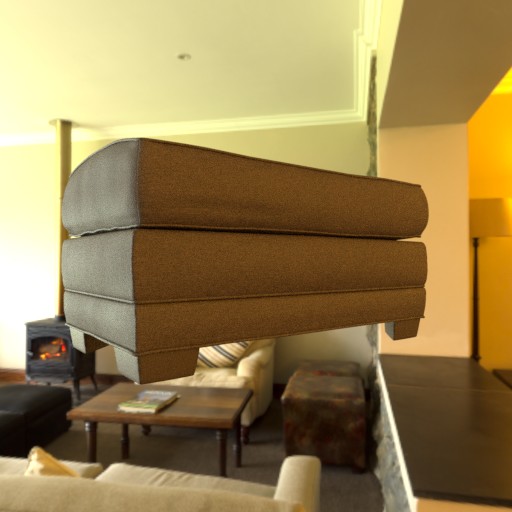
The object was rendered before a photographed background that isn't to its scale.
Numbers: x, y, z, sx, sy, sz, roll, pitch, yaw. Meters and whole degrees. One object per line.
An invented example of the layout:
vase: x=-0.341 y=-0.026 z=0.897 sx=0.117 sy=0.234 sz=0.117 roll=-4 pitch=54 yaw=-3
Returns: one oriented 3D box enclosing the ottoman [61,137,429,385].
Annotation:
ottoman: x=0.000 y=0.000 z=1.153 sx=0.864 sy=0.448 sz=0.490 roll=1 pitch=-1 yaw=-37
